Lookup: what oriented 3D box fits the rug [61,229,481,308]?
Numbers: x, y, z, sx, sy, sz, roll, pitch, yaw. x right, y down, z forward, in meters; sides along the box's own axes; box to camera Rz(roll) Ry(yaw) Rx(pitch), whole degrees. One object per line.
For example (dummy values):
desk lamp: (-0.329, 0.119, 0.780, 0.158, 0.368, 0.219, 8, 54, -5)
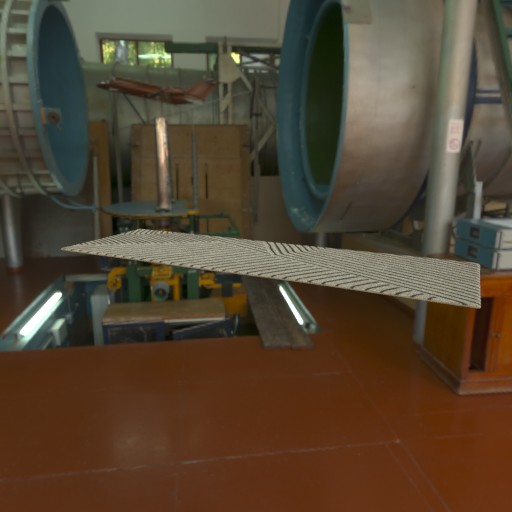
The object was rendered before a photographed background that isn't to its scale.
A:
rug: (0.000, 0.000, 2.683, 2.439, 0.020, 0.773, 7, 16, 25)
